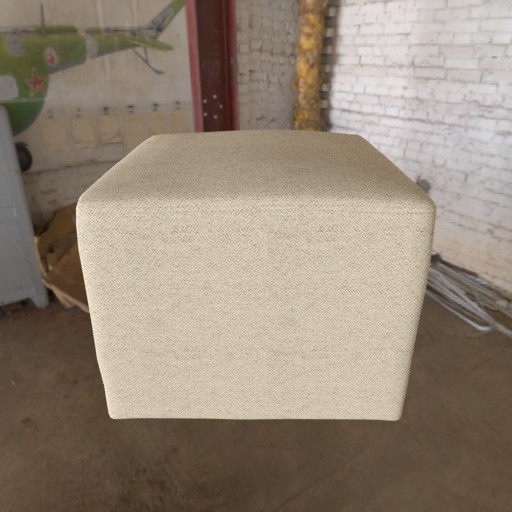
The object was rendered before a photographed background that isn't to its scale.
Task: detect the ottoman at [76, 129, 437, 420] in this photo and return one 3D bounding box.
[{"bbox_3d":[0.000,0.000,0.906,0.512,0.453,0.521,0,25,0],"label":"ottoman"}]
